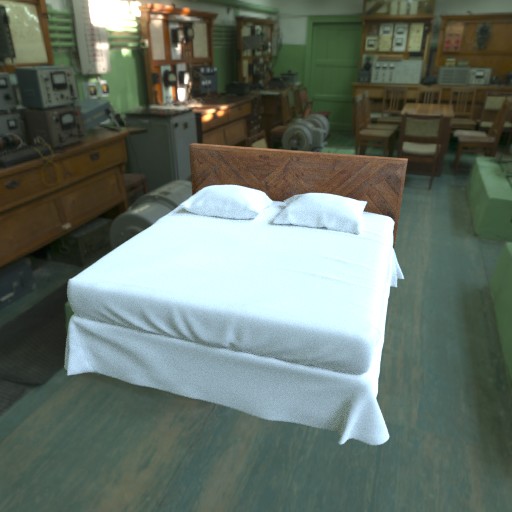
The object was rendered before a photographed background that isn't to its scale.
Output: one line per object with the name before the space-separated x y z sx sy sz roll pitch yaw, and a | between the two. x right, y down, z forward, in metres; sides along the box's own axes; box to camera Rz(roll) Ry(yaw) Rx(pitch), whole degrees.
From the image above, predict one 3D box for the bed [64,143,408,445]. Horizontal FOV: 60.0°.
bed | 0.000 0.000 3.381 2.255 1.158 2.165 8 27 16
